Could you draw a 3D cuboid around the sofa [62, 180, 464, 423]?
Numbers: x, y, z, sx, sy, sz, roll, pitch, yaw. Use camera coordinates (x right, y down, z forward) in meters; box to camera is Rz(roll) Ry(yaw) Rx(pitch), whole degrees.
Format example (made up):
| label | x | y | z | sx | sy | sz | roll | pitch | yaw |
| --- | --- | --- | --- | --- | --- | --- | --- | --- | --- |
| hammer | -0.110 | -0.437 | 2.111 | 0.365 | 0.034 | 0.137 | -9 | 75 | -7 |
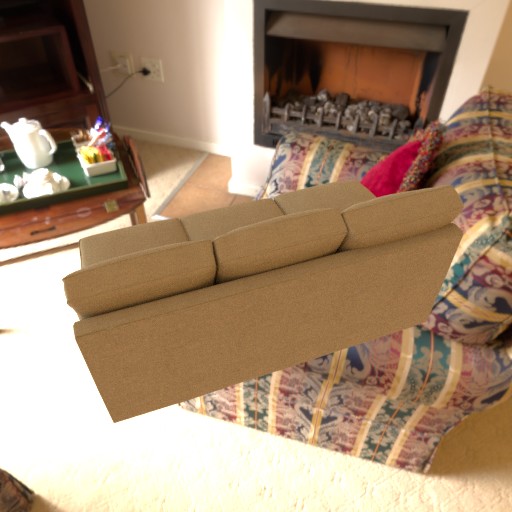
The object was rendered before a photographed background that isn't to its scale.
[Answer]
| label | x | y | z | sx | sy | sz | roll | pitch | yaw |
| --- | --- | --- | --- | --- | --- | --- | --- | --- | --- |
| sofa | 0.000 | 0.000 | 2.772 | 2.092 | 1.036 | 1.127 | -14 | 44 | -15 |
